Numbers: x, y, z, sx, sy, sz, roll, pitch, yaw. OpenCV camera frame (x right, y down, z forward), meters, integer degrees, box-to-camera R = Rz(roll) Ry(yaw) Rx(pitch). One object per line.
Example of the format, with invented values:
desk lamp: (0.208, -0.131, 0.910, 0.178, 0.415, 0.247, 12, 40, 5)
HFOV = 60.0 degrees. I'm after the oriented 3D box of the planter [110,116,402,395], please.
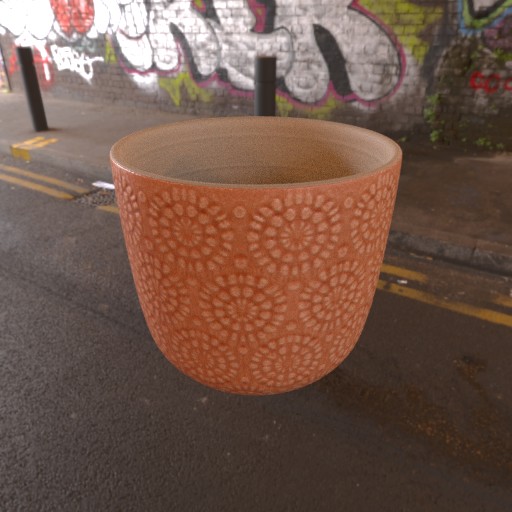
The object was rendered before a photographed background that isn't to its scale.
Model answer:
planter: (0.000, 0.000, 0.370, 0.208, 0.190, 0.208, 0, 27, 0)
